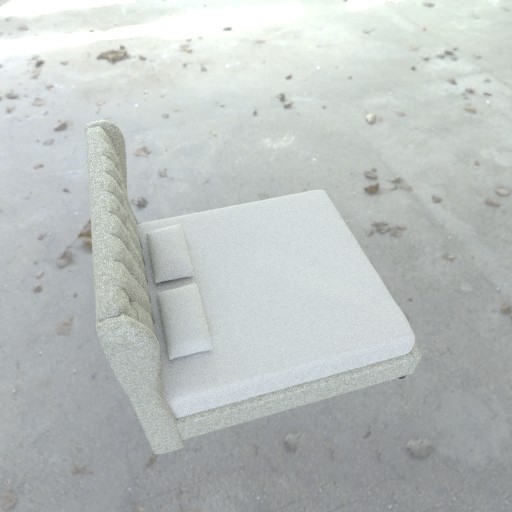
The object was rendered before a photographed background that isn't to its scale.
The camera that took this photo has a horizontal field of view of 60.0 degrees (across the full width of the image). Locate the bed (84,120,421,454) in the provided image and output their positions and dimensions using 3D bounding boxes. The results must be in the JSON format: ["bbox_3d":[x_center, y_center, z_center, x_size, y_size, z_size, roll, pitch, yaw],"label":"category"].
[{"bbox_3d":[0.000,0.000,3.819,2.347,1.771,2.219,-12,49,-11],"label":"bed"}]
